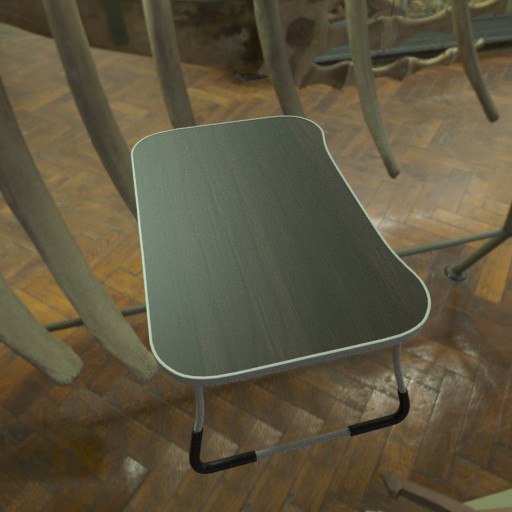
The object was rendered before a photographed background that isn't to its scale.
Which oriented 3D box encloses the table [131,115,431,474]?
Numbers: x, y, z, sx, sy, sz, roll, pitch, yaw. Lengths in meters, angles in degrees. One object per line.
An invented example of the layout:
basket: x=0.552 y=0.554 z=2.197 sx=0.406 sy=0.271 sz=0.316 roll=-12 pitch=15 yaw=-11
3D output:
table: x=0.000 y=0.000 z=0.849 sx=0.400 sy=0.232 sz=0.660 roll=-10 pitch=48 yaw=-10
